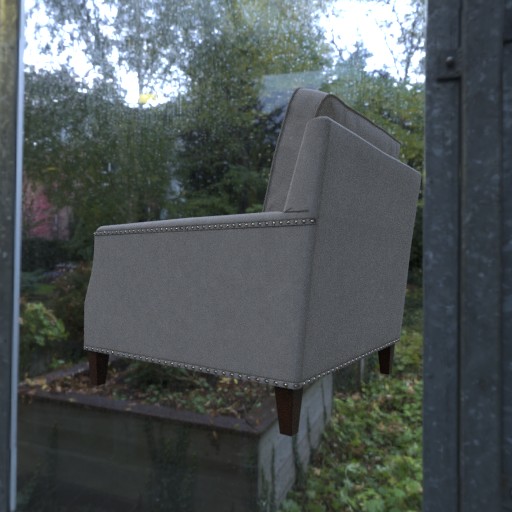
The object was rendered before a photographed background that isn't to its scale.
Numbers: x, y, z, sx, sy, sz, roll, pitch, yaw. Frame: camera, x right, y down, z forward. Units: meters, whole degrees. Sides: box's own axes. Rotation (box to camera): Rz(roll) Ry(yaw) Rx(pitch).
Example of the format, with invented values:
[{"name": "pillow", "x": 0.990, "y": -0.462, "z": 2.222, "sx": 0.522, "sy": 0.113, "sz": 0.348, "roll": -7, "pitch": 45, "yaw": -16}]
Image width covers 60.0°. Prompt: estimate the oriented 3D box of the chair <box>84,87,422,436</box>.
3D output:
[{"name": "chair", "x": 0.000, "y": 0.000, "z": 1.695, "sx": 1.014, "sy": 0.943, "sz": 0.853, "roll": -1, "pitch": -1, "yaw": 35}]
